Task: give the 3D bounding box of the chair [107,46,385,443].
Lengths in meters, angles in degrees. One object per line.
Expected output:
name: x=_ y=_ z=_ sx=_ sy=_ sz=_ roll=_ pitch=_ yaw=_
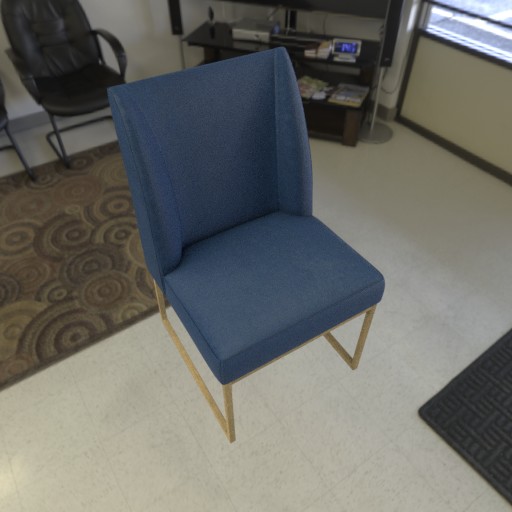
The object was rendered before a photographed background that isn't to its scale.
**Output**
chair: x=0.000 y=0.000 z=1.207 sx=0.508 sy=0.863 sz=0.522 roll=-23 pitch=50 yaw=-21
